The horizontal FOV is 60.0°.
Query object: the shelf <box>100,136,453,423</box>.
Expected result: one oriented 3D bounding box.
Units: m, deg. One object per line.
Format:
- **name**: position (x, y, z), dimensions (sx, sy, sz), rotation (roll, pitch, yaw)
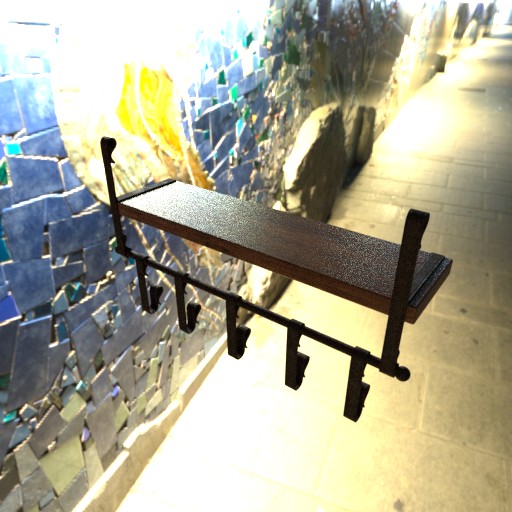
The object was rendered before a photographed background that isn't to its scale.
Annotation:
- **shelf**: position (0.000, 0.000, 0.714), dimensions (0.567, 0.330, 0.146), rotation (20, 35, 32)
